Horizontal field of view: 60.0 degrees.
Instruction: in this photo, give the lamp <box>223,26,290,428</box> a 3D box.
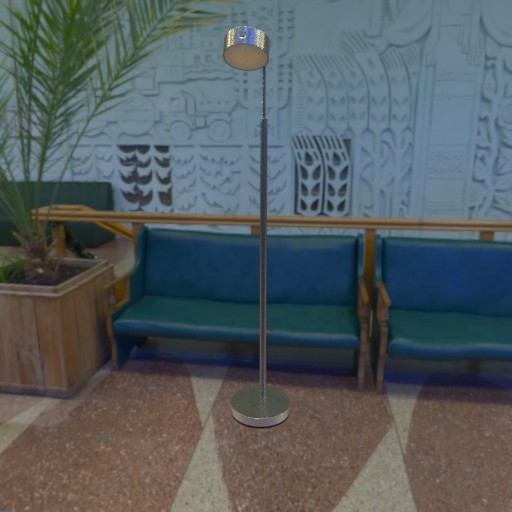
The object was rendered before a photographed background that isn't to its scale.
[{"bbox_3d":[0.000,0.000,1.419,0.222,1.250,0.421,2,15,9],"label":"lamp"}]
